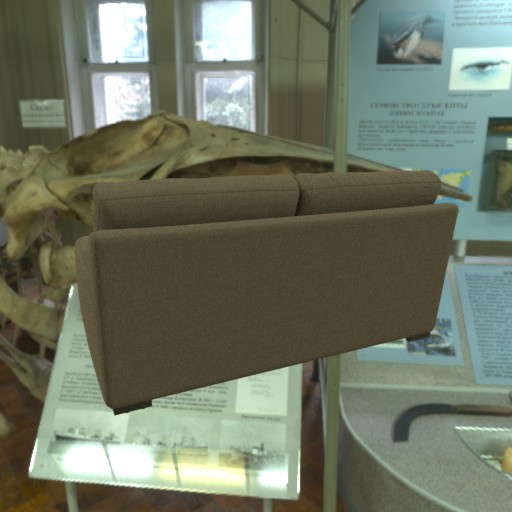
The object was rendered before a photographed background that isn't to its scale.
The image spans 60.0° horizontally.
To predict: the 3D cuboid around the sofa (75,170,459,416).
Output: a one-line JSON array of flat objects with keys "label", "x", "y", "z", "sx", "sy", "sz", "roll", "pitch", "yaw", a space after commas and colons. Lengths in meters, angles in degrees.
[{"label": "sofa", "x": 0.000, "y": 0.000, "z": 2.469, "sx": 1.869, "sy": 0.950, "sz": 1.140, "roll": -7, "pitch": 16, "yaw": -25}]
